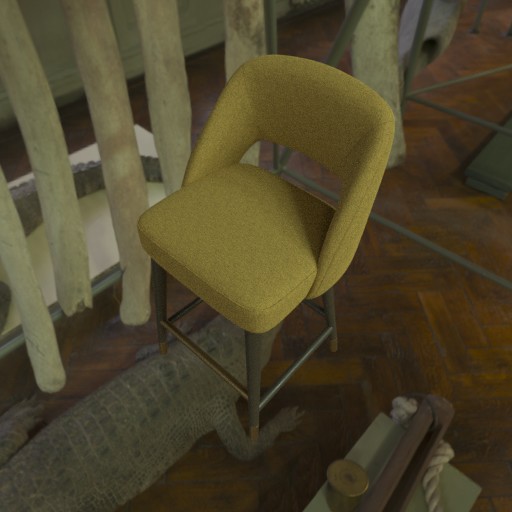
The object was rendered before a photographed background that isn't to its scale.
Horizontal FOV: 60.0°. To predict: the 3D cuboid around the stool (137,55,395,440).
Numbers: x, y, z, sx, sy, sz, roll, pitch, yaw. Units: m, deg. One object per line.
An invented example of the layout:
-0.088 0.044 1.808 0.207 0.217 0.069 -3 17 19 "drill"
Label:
0.000 0.000 1.265 0.536 0.939 0.522 34 55 28 "stool"
